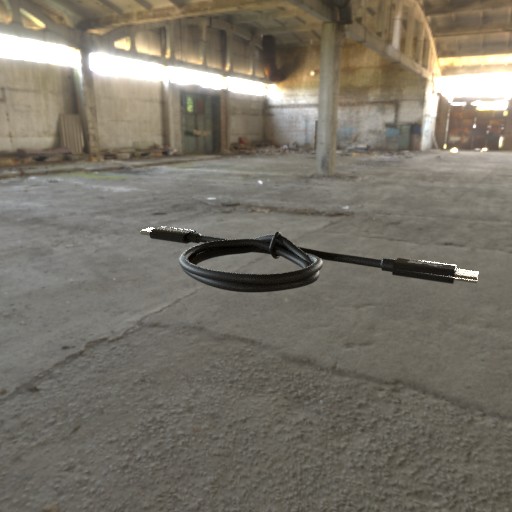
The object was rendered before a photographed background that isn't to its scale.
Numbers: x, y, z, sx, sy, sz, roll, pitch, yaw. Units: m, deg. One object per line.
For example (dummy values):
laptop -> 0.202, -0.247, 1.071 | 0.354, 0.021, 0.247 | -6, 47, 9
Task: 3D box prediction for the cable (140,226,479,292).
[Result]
cable -> 0.000, 0.000, 0.208 | 0.186, 0.014, 0.070 | 8, 18, 28
